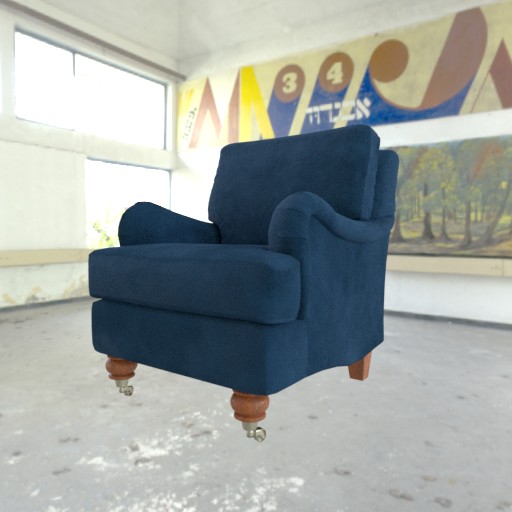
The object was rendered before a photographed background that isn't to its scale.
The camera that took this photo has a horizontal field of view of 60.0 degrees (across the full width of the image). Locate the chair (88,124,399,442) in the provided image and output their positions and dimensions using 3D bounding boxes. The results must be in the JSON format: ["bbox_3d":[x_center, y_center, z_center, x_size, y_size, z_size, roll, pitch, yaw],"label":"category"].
[{"bbox_3d":[0.000,0.000,1.839,0.895,1.076,1.078,2,4,36],"label":"chair"}]
